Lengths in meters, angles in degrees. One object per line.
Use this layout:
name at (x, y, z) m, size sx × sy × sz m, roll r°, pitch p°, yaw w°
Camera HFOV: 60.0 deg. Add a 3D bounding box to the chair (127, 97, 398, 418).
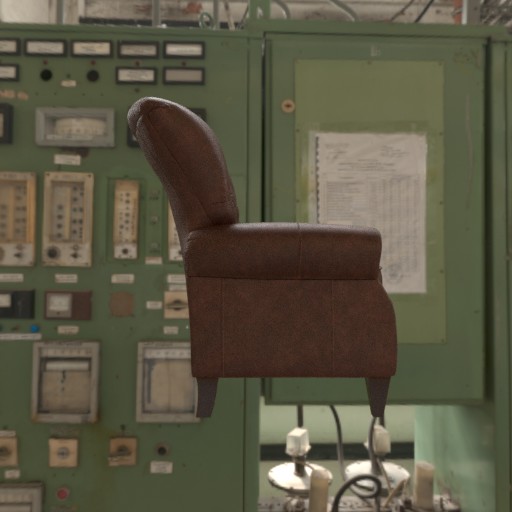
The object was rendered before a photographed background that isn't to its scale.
chair at (0.000, 0.000, 1.954) m, size 1.031 × 1.162 × 0.979 m, roll 0°, pitch -1°, yaw 0°
